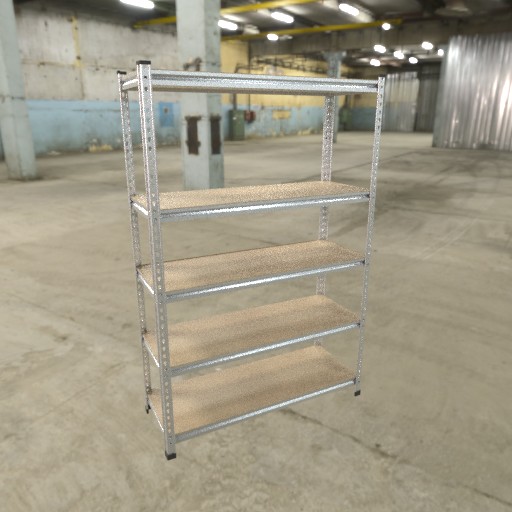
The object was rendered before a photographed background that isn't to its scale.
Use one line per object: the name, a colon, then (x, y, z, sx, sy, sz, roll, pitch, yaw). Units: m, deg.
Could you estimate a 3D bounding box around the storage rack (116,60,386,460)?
storage rack: (0.000, 0.000, 2.385, 1.219, 1.829, 0.457, -9, 19, -26)
